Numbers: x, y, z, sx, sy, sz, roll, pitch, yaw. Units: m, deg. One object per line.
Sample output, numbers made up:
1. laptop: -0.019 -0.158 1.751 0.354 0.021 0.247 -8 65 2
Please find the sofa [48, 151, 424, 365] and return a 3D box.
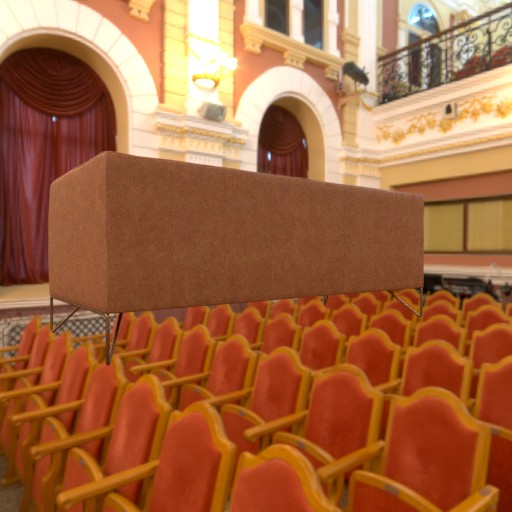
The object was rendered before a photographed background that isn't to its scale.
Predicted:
1. sofa: 0.000 0.000 2.590 2.079 0.798 0.912 0 1 -37
